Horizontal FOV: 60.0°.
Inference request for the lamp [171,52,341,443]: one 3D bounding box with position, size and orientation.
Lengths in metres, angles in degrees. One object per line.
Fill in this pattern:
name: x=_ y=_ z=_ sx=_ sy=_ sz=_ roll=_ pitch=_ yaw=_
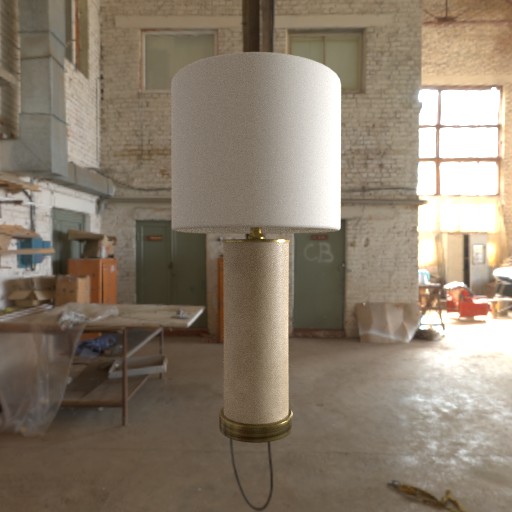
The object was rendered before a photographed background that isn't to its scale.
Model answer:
lamp: x=0.000 y=0.000 z=0.816 sx=0.305 sy=0.634 sz=0.305 roll=1 pitch=1 yaw=37
